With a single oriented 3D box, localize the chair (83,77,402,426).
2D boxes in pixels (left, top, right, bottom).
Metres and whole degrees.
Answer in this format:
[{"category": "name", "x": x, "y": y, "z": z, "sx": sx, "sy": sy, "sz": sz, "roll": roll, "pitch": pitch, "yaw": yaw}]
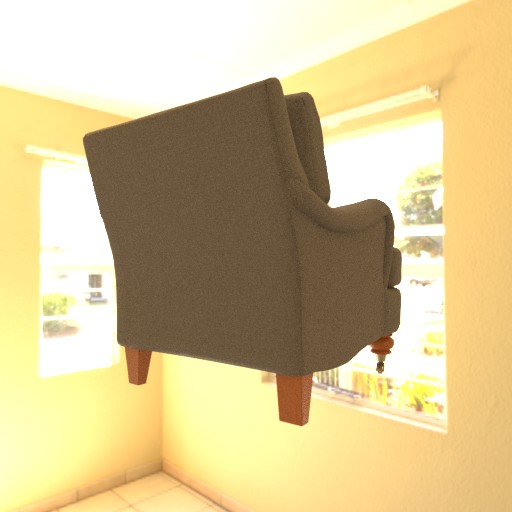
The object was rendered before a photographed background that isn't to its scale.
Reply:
[{"category": "chair", "x": 0.000, "y": 0.000, "z": 1.846, "sx": 0.955, "sy": 1.038, "sz": 1.070, "roll": -1, "pitch": -1, "yaw": 36}]
